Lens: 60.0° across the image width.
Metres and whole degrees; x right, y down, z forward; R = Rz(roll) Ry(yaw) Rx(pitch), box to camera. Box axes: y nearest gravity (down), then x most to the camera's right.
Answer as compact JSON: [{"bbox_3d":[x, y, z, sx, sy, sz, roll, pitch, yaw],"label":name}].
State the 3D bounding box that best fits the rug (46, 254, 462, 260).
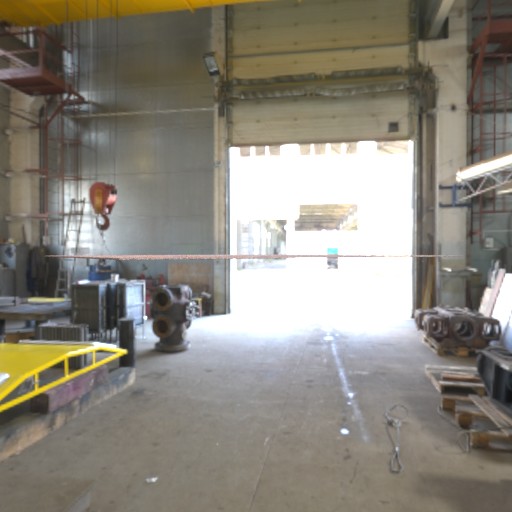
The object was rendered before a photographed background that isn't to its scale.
[{"bbox_3d":[0.000,0.000,2.327,1.829,0.005,1.219,0,1,-35],"label":"rug"}]
